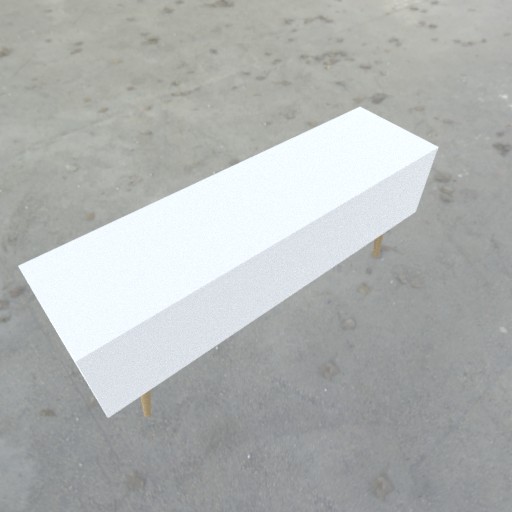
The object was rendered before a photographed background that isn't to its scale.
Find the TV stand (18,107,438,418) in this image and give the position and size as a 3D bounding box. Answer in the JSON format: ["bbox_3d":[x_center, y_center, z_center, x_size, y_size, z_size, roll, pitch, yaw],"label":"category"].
[{"bbox_3d":[0.000,0.000,1.633,1.398,0.560,0.401,-31,54,-25],"label":"TV stand"}]
